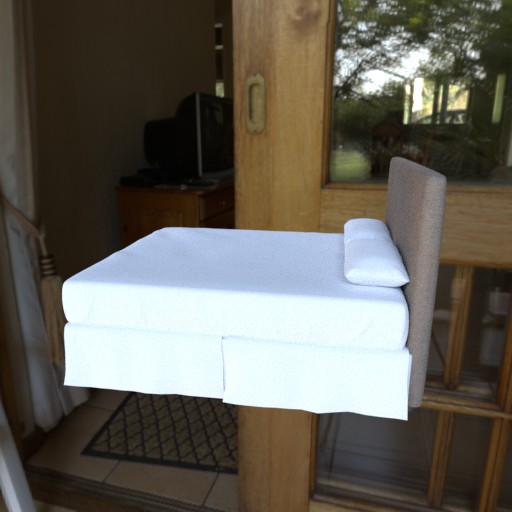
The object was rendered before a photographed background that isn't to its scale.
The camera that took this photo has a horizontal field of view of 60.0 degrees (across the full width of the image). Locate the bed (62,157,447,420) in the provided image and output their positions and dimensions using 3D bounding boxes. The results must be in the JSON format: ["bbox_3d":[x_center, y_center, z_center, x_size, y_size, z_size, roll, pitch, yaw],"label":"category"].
[{"bbox_3d":[0.000,0.000,3.158,2.142,1.330,1.723,3,16,10],"label":"bed"}]
